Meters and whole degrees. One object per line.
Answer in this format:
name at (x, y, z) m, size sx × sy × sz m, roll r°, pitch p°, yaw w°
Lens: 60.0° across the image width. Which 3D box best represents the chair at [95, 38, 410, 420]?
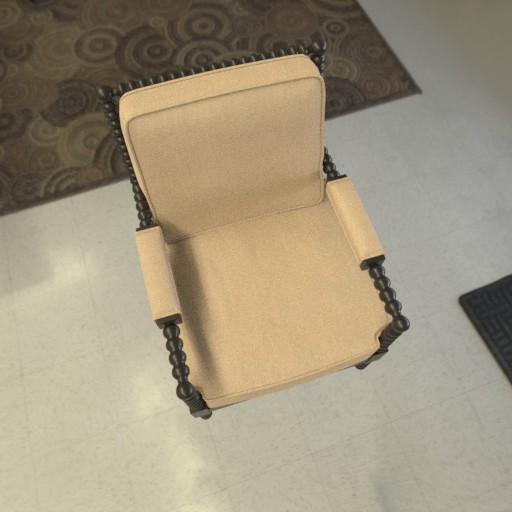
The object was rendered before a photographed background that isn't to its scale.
chair at (0.000, 0.000, 1.145) m, size 0.555 × 0.703 × 0.657 m, roll -15°, pitch 66°, yaw -7°
